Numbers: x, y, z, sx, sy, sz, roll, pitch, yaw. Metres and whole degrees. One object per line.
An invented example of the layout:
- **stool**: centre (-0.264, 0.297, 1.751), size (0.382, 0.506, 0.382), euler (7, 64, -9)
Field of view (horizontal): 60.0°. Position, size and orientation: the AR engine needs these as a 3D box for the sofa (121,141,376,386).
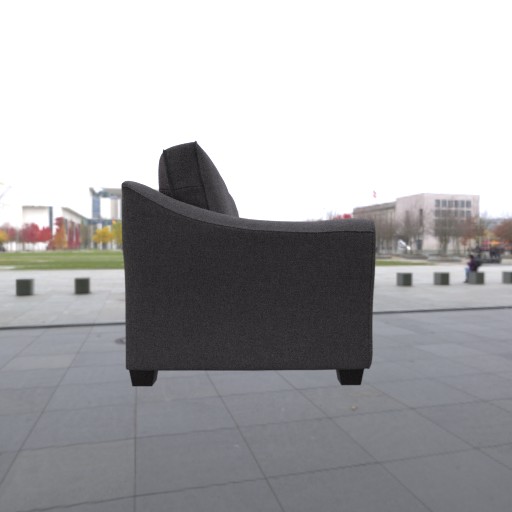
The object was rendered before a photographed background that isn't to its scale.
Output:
- **sofa**: centre (0.000, 0.000, 2.721), size (1.013, 0.976, 2.203), euler (0, 1, 0)
